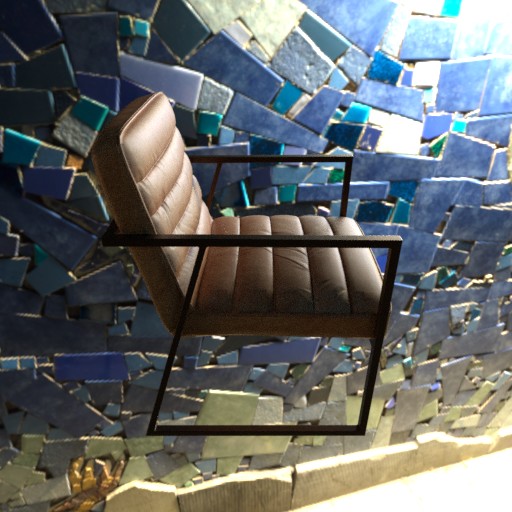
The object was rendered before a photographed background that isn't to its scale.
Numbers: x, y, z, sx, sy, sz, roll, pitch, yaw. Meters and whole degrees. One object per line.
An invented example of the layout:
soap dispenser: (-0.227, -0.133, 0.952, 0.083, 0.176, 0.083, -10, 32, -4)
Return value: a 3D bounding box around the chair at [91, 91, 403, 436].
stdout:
chair: (0.000, 0.000, 1.268, 0.677, 0.832, 0.571, 0, 31, 0)
